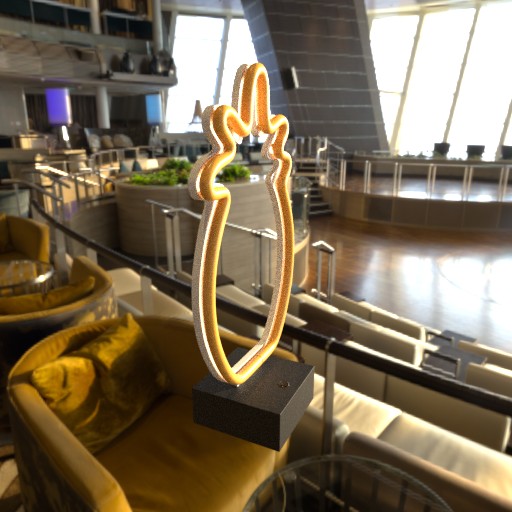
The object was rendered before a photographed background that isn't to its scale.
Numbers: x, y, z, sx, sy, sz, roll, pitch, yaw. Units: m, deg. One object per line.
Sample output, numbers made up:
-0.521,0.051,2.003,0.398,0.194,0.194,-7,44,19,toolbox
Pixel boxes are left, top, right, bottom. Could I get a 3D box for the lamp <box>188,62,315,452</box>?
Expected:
0.000,0.000,0.392,0.088,0.317,0.167,8,18,25,lamp
